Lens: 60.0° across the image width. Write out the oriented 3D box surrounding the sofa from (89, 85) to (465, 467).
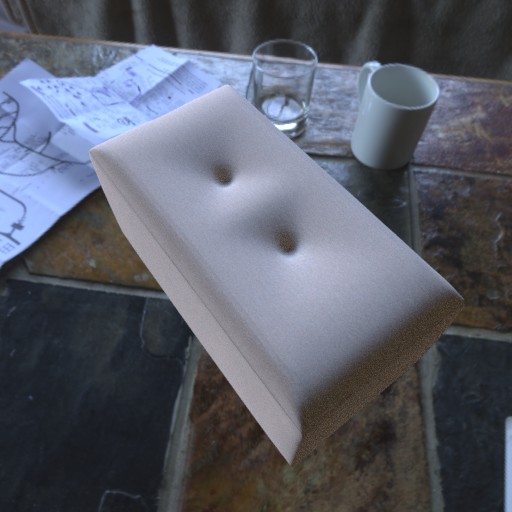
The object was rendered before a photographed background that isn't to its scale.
[{"bbox_3d":[0.000,0.000,1.220,0.480,0.470,0.930,-32,64,-18],"label":"sofa"}]
